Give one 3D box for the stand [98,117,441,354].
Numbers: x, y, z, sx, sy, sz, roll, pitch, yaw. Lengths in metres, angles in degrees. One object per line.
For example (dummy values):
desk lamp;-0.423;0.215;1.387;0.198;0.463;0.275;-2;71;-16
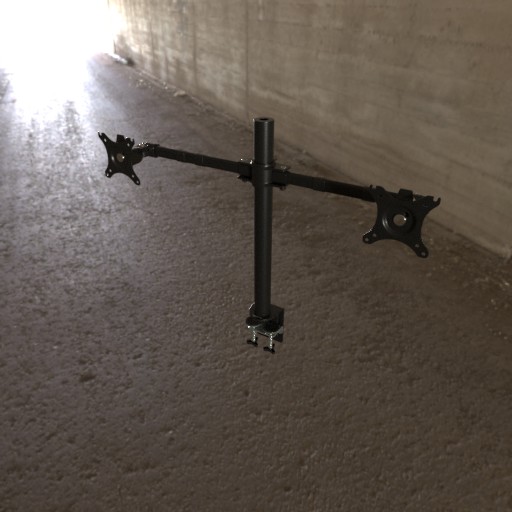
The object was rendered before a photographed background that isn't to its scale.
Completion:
stand;0.000;0.000;1.018;0.743;0.603;0.150;17;34;26
